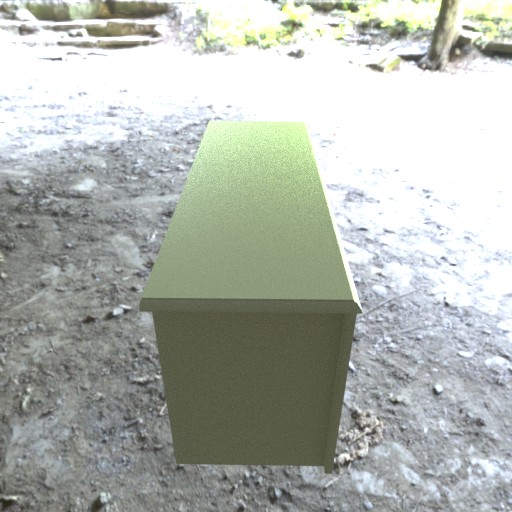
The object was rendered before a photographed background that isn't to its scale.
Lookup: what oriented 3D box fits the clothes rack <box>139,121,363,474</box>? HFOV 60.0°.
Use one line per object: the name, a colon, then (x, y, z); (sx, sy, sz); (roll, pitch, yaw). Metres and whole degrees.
clothes rack: (0.000, 0.000, 1.458); (0.405, 0.558, 1.218); (0, 32, 1)
